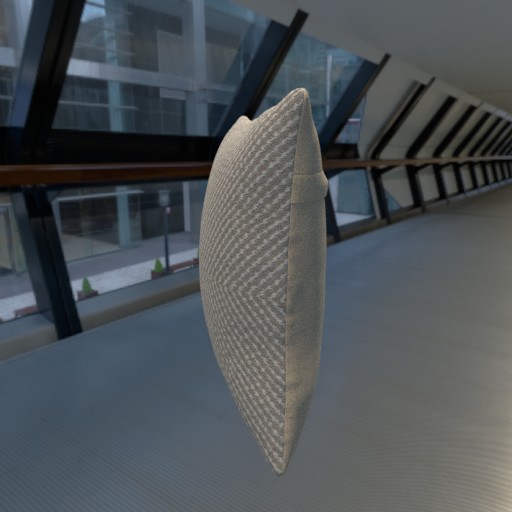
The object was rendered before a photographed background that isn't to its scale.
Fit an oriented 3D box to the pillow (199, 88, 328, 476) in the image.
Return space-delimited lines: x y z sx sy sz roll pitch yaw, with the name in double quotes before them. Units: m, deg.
"pillow" 0.000 0.000 0.711 0.181 0.458 0.459 -2 14 -9
